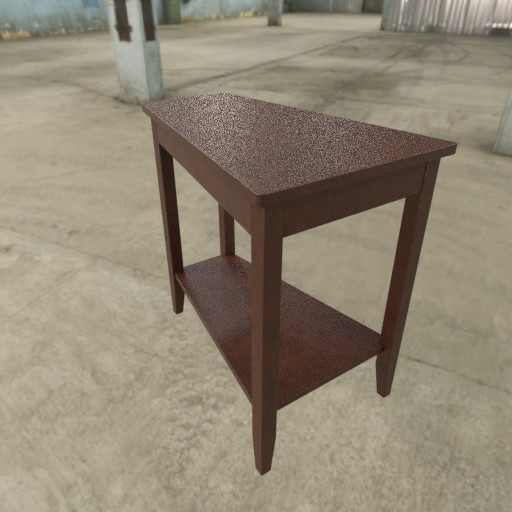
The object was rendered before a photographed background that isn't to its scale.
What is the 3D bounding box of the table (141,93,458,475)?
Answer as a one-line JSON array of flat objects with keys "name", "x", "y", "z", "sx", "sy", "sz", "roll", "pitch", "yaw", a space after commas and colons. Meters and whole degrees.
[{"name": "table", "x": 0.000, "y": 0.000, "z": 0.995, "sx": 0.399, "sy": 0.589, "sz": 0.605, "roll": -19, "pitch": 35, "yaw": -29}]
